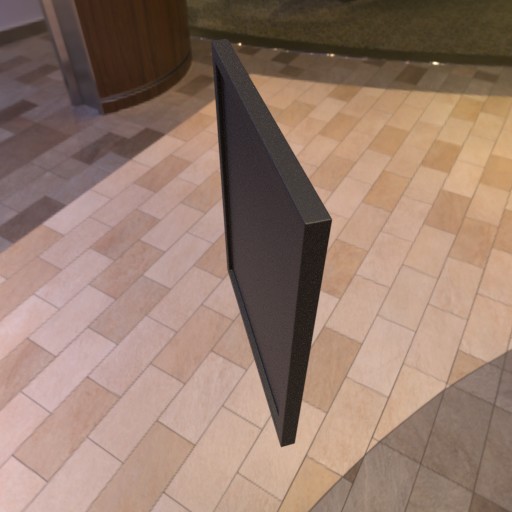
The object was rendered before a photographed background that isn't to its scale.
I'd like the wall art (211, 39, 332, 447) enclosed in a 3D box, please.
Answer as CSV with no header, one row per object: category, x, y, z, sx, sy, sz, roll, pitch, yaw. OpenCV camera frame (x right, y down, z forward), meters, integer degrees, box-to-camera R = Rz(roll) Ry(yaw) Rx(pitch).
wall art,0.000,0.000,0.772,0.028,0.559,0.457,-11,48,-10
